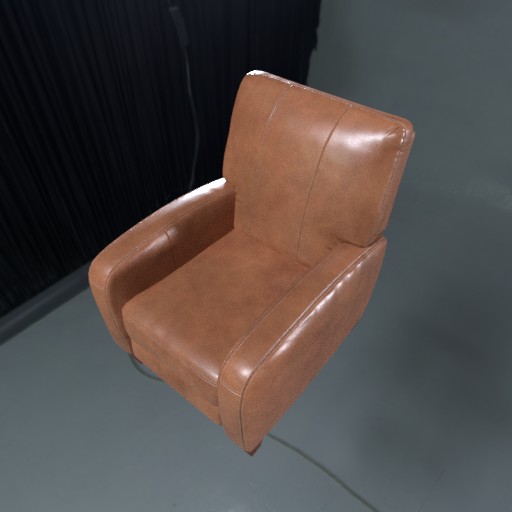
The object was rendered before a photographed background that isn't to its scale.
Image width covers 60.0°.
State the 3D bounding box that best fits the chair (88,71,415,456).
[{"bbox_3d":[0.000,0.000,1.641,0.762,0.990,0.990,30,53,26],"label":"chair"}]
